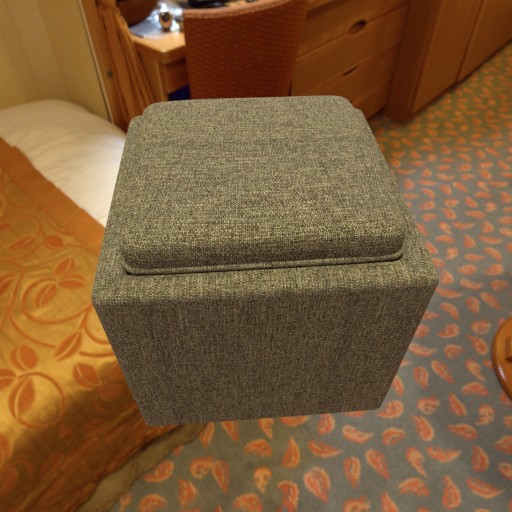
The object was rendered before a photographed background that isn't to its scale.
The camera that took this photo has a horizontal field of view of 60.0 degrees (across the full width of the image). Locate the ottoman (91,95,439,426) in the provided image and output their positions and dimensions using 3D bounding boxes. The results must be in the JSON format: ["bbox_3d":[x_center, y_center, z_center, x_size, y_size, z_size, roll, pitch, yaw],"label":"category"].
[{"bbox_3d":[0.000,0.000,0.830,0.450,0.460,0.450,-3,47,-3],"label":"ottoman"}]
